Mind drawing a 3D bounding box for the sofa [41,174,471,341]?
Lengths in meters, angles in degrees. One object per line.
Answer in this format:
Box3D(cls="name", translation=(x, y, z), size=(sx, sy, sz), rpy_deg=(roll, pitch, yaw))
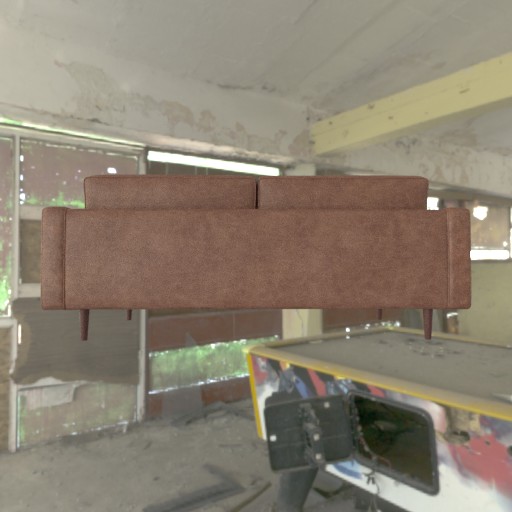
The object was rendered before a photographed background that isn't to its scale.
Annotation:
Box3D(cls="sofa", translation=(0.000, 0.000, 2.342), size=(1.870, 0.760, 0.910), rpy_deg=(0, -1, -1))
